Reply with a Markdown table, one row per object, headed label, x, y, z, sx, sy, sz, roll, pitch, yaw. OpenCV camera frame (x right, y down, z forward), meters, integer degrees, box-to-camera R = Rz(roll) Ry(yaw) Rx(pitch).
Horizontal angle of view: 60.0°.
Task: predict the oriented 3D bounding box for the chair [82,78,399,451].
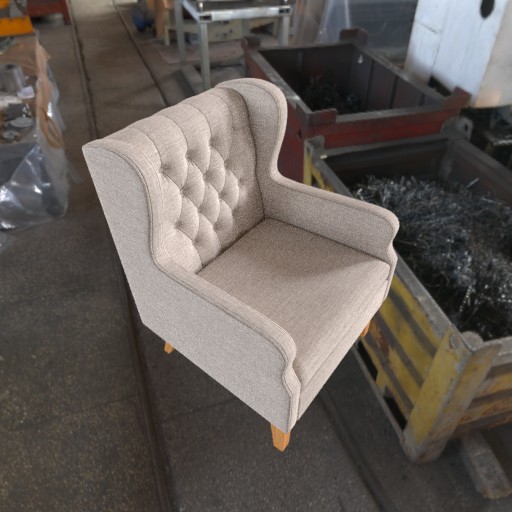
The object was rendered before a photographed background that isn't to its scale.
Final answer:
| label | x | y | z | sx | sy | sz | roll | pitch | yaw |
| --- | --- | --- | --- | --- | --- | --- | --- | --- | --- |
| chair | 0.000 | 0.000 | 1.521 | 0.760 | 0.930 | 0.710 | 26 | 48 | 27 |
